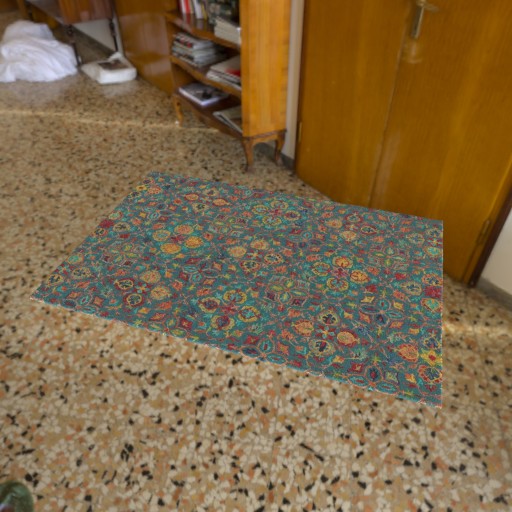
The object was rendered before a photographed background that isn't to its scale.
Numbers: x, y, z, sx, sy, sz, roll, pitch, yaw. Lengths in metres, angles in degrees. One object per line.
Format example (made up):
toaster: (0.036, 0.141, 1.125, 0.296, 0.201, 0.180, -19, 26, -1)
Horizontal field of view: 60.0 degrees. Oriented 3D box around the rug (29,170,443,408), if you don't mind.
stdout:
rug: (0.000, 0.000, 2.287, 1.836, 0.014, 1.216, 12, 43, 13)
